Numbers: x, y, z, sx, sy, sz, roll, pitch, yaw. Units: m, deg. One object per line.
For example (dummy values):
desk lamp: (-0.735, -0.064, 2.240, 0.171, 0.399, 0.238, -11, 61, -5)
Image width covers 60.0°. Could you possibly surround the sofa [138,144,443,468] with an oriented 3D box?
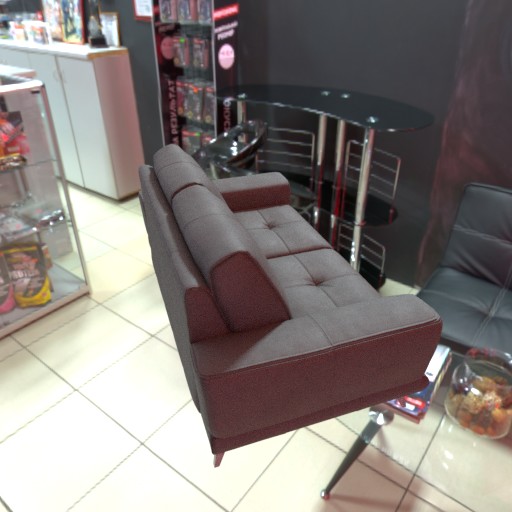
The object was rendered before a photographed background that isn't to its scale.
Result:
sofa: (0.000, 0.000, 2.371, 1.018, 0.907, 1.806, -10, 33, -17)
